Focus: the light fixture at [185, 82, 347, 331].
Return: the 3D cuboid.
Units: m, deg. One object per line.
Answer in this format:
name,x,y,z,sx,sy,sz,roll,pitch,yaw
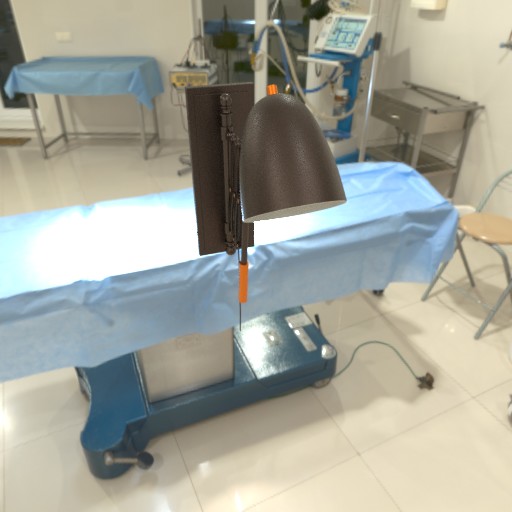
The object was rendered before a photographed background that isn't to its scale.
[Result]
light fixture,0.000,0.000,0.931,0.162,0.715,0.499,-10,34,-16
